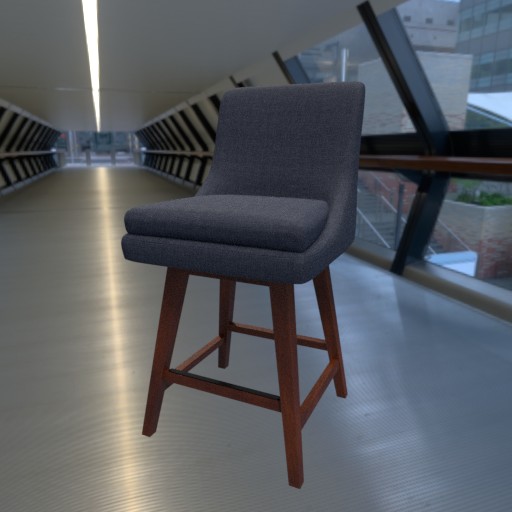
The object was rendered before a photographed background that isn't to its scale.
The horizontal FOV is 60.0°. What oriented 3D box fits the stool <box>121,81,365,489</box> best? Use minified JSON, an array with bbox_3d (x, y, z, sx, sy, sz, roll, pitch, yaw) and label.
[{"bbox_3d":[0.000,0.000,1.163,0.467,0.895,0.524,7,16,25],"label":"stool"}]
